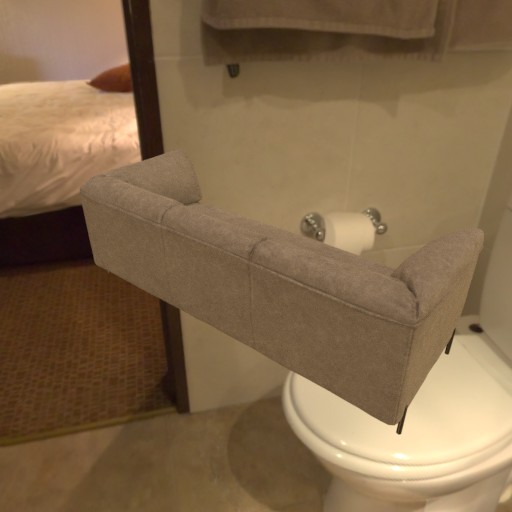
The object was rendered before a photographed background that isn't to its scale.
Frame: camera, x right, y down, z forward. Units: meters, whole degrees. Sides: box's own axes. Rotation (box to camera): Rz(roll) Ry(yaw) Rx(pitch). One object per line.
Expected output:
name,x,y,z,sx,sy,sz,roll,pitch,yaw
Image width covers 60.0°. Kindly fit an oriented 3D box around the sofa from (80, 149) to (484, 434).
sofa,0.000,0.000,2.647,2.238,0.758,0.899,22,36,33
